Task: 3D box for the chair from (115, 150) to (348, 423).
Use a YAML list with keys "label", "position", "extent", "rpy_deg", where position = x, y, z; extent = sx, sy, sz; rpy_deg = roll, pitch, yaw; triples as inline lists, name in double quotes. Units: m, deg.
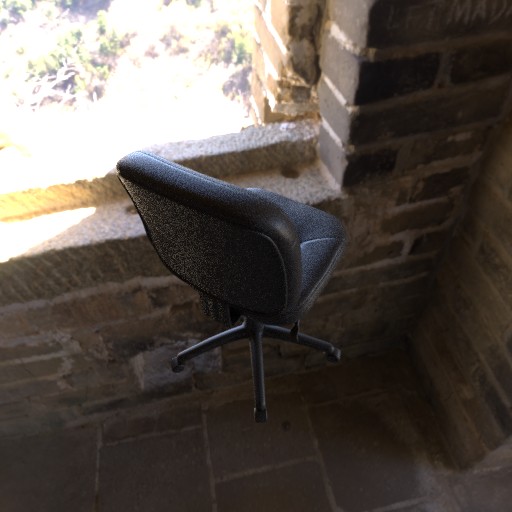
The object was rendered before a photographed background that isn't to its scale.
- label: "chair"
  position: [0.000, 0.000, 1.415]
  extent: [0.647, 0.959, 0.646]
  rpy_deg: [24, 51, 21]
